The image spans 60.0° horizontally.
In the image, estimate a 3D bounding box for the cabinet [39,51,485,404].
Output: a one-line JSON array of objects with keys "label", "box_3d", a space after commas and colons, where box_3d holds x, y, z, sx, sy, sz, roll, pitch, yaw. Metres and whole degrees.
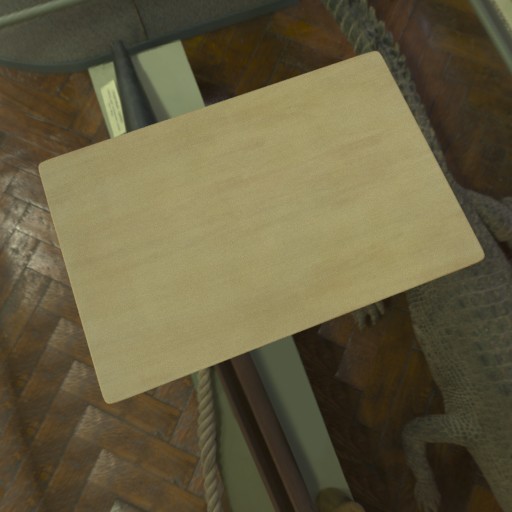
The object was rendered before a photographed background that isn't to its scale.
[{"label": "cabinet", "box_3d": [0.000, 0.000, 1.245, 0.763, 0.762, 0.503, -20, 77, -5]}]
